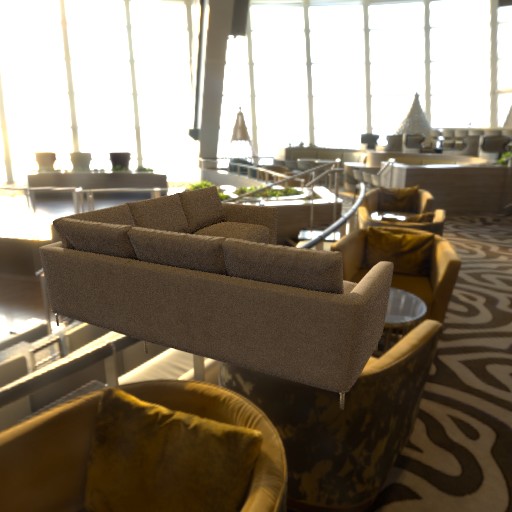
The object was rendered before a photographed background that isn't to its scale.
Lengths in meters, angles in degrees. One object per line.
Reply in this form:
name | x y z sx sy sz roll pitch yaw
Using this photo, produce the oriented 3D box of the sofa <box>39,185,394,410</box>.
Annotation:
sofa | 0.000 0.000 3.813 2.438 0.864 2.438 8 18 26
